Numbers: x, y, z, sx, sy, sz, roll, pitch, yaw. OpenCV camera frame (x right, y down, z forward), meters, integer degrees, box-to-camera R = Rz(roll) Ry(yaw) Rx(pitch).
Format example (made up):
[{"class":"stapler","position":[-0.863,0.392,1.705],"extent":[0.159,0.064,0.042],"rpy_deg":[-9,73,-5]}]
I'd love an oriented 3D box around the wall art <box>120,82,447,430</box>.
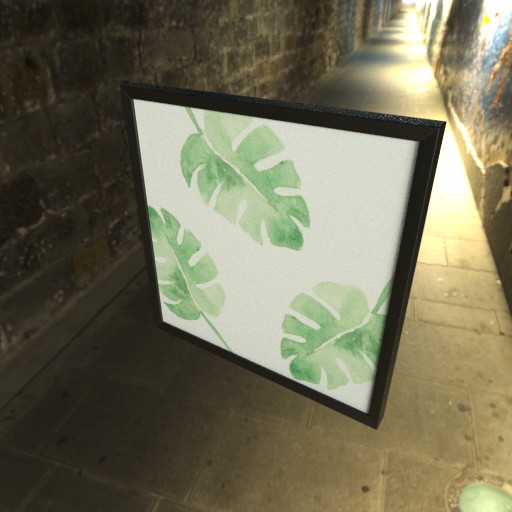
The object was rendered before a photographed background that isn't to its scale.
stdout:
[{"class":"wall art","position":[0.000,0.000,0.752],"extent":[0.508,0.508,0.036],"rpy_deg":[18,35,28]}]
